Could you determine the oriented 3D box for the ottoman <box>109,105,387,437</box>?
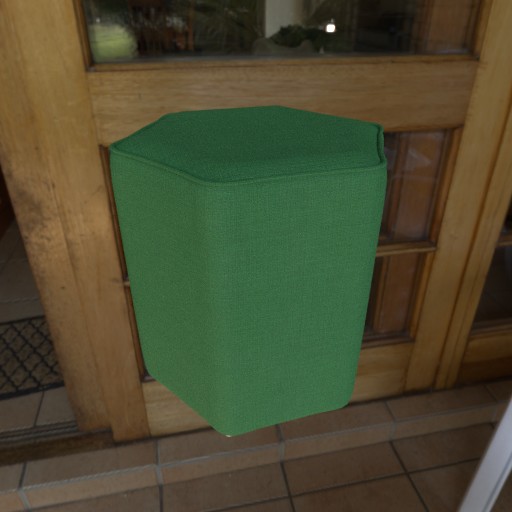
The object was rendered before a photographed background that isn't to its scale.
[{"bbox_3d":[0.000,0.000,0.888,0.499,0.507,0.444,-9,31,-15],"label":"ottoman"}]
